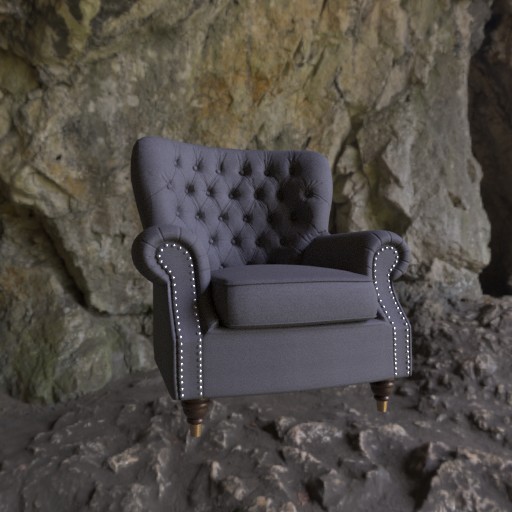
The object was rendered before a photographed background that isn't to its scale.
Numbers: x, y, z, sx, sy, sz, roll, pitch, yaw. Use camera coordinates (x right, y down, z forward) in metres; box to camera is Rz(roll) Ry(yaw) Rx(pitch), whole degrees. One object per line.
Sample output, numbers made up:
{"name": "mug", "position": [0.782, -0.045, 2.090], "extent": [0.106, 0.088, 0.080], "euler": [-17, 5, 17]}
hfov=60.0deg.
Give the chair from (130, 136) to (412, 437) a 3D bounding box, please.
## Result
{"name": "chair", "position": [0.000, 0.000, 1.754], "extent": [0.983, 1.046, 0.983], "euler": [0, -1, -19]}
